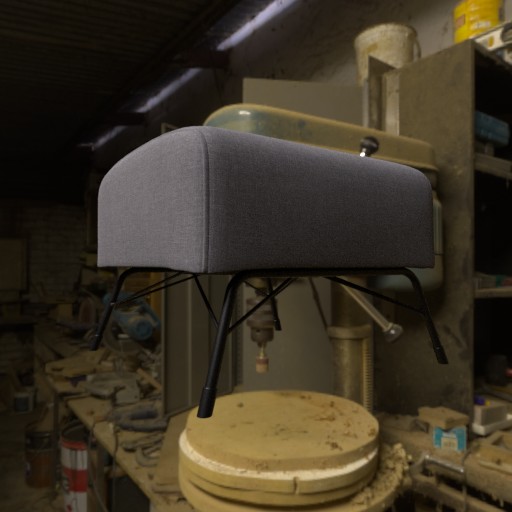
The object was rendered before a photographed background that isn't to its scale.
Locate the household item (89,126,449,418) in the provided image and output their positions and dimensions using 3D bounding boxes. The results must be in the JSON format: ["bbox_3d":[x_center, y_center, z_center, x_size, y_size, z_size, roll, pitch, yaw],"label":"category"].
[{"bbox_3d":[0.000,0.000,0.909,0.530,0.410,0.530,1,-1,-35],"label":"household item"}]
